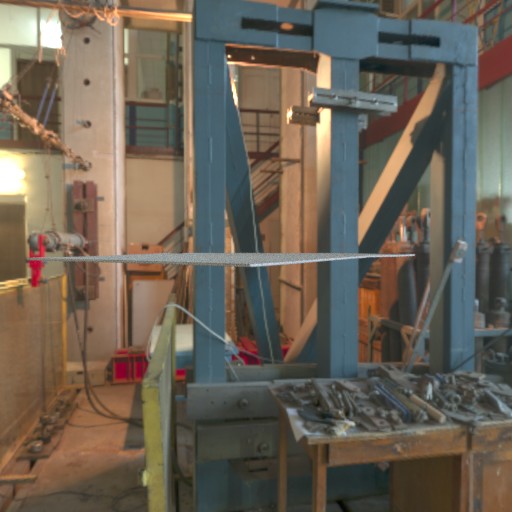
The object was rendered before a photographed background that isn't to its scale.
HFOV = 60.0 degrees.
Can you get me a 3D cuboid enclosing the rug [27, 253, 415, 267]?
[{"bbox_3d":[0.000,0.000,2.299,1.154,0.021,1.792,1,2,34],"label":"rug"}]
